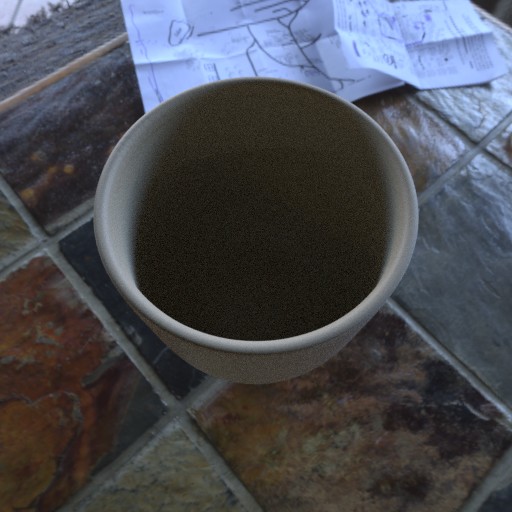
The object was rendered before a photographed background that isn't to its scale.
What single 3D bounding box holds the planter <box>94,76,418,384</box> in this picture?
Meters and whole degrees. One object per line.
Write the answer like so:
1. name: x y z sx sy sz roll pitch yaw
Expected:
1. planter: 0.000 0.000 0.371 0.208 0.190 0.208 0 65 0
